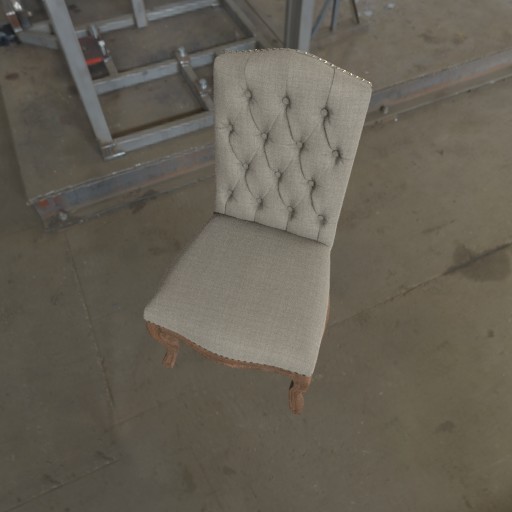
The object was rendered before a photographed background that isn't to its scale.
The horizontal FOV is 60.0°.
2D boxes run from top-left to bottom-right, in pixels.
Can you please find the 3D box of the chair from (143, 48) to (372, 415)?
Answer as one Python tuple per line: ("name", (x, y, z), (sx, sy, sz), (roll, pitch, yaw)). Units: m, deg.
("chair", (0.000, 0.000, 1.605), (0.637, 1.191, 0.731), (17, 59, 11))
